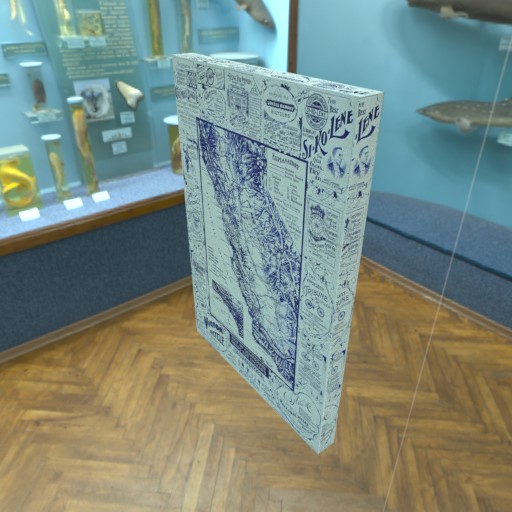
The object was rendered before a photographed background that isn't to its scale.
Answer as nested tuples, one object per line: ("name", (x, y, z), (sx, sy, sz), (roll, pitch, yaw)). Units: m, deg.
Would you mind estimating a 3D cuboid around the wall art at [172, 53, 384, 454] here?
("wall art", (0.000, 0.000, 0.479), (0.025, 0.376, 0.255), (-22, 38, -31))
